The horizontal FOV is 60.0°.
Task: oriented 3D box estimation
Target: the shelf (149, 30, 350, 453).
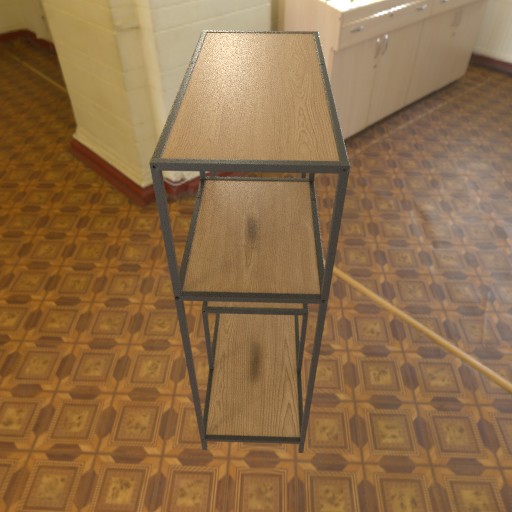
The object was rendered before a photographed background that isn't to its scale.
[{"bbox_3d":[0.000,0.000,1.439,0.350,1.138,0.770,1,43,1],"label":"shelf"}]
